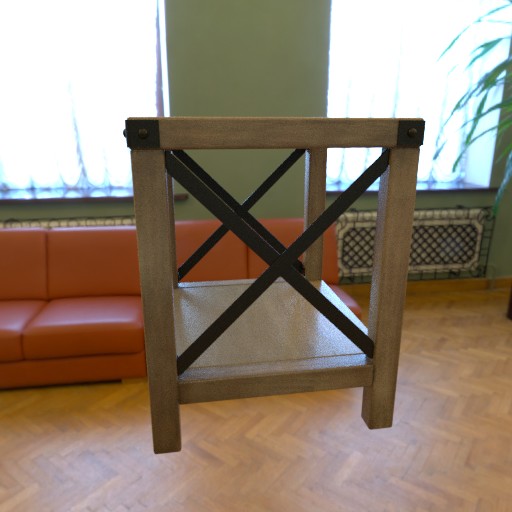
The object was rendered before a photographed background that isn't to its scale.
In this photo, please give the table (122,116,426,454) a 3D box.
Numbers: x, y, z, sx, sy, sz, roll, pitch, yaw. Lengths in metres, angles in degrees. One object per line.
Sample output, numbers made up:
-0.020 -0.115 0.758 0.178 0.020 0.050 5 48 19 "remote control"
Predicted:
0.000 0.000 0.951 0.459 0.561 0.510 -3 17 -9 "table"
